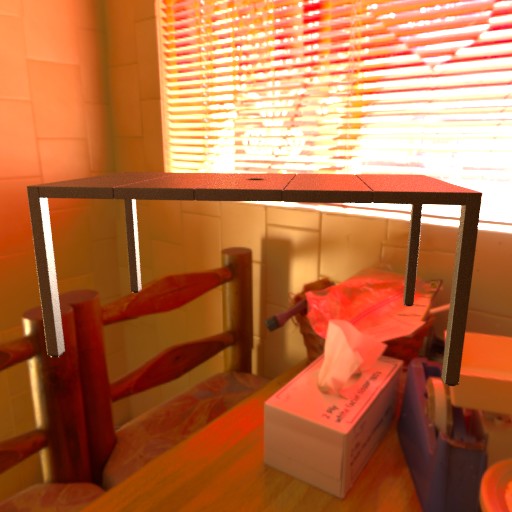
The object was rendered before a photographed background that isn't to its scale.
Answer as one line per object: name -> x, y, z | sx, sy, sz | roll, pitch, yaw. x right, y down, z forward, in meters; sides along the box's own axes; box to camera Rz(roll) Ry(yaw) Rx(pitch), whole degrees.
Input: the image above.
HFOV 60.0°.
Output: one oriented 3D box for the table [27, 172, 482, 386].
table -> 0.000, 0.000, 2.139 | 1.680, 0.735, 0.914 | 2, 14, 8
